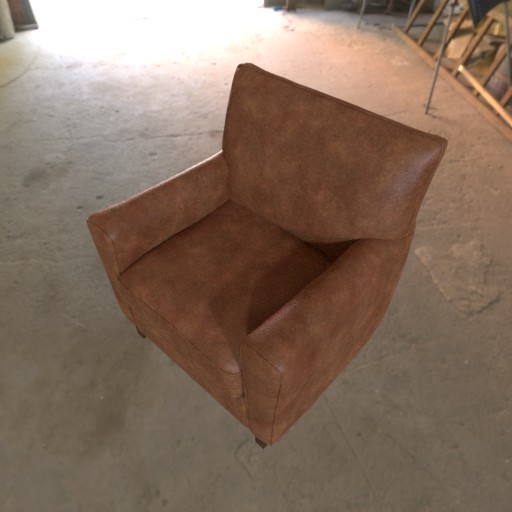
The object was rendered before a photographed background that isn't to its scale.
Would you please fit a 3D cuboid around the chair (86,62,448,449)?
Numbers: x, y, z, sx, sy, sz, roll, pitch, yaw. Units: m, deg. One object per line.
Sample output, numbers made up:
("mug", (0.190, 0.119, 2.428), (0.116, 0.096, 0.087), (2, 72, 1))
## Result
("chair", (0.000, 0.000, 1.593), (0.870, 0.943, 0.823), (33, 54, 28))
